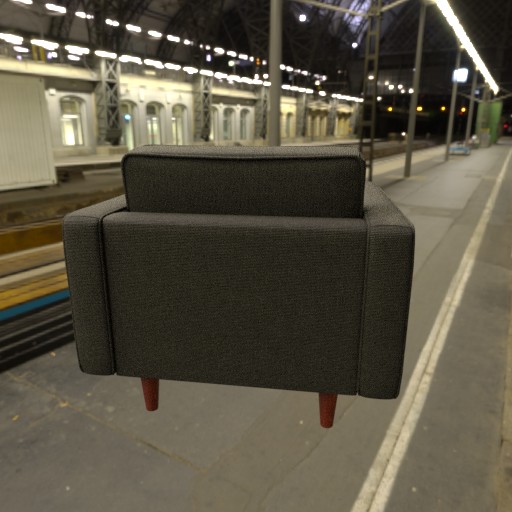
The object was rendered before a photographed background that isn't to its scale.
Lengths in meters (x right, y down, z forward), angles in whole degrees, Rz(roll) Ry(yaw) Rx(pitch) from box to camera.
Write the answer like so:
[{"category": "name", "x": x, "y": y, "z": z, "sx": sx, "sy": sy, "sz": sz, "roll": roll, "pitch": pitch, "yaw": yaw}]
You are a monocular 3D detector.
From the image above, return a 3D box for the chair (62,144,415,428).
[{"category": "chair", "x": 0.000, "y": 0.000, "z": 1.550, "sx": 0.899, "sy": 0.770, "sz": 0.919, "roll": 2, "pitch": 16, "yaw": 8}]
